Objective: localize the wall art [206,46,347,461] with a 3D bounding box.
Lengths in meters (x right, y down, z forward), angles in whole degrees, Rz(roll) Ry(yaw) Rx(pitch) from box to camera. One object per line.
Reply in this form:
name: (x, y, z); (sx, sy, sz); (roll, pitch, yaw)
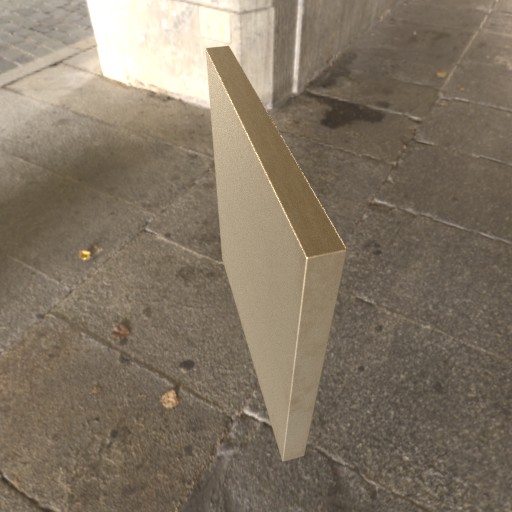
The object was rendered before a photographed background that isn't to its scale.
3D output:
wall art: (0.000, 0.000, 0.754); (0.040, 0.506, 0.503); (-11, 47, -10)
